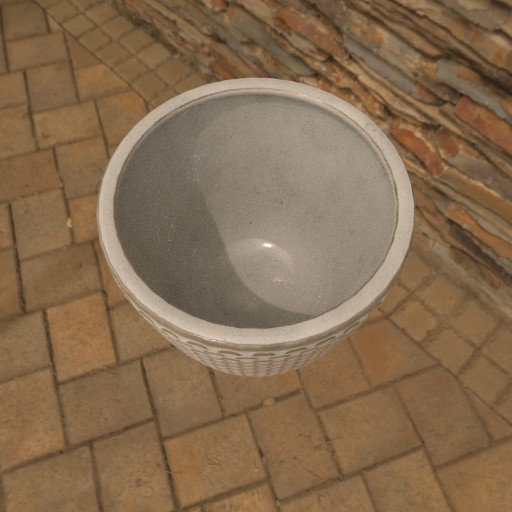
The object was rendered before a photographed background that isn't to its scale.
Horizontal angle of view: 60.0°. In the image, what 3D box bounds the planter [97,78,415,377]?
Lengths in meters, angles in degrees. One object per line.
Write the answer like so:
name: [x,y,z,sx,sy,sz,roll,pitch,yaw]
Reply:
planter: [0.000,0.000,0.309,0.173,0.160,0.173,0,64,0]
